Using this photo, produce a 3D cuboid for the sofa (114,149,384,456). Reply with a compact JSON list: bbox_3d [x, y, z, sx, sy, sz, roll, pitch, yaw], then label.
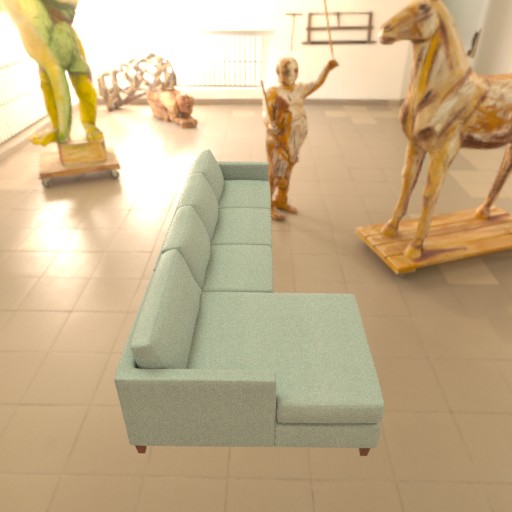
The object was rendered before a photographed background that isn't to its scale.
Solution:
[{"bbox_3d":[0.000,0.000,4.079,1.600,0.953,3.470,0,33,1],"label":"sofa"}]
